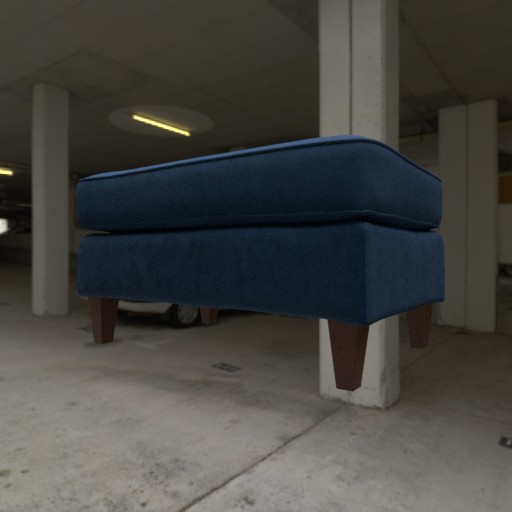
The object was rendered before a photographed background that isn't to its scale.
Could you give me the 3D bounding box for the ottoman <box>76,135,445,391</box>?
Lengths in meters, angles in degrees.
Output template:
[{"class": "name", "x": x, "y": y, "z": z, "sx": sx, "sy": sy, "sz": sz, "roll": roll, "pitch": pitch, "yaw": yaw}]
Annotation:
[{"class": "ottoman", "x": 0.000, "y": 0.000, "z": 1.208, "sx": 0.862, "sy": 0.484, "sz": 0.583, "roll": 0, "pitch": 0, "yaw": 35}]
